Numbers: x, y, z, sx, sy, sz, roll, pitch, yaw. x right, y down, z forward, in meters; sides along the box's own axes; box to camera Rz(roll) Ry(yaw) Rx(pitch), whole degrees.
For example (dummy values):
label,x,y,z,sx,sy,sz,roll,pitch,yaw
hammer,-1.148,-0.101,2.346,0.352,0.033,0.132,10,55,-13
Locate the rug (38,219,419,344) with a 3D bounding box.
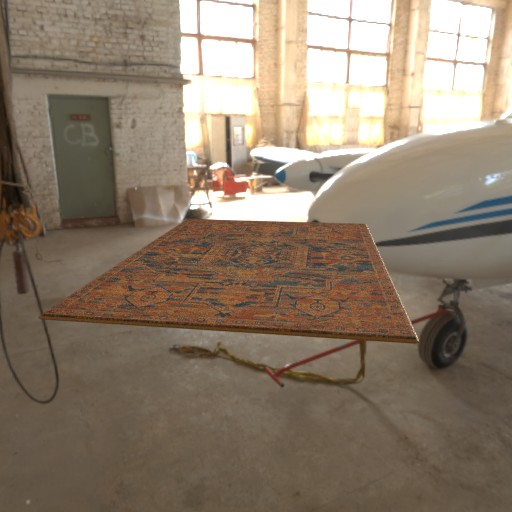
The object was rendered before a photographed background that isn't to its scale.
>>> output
label,x,y,z,sx,sy,sz,roll,pitch,yaw
rug,0.000,0.000,2.855,1.588,0.024,2.204,2,16,8
